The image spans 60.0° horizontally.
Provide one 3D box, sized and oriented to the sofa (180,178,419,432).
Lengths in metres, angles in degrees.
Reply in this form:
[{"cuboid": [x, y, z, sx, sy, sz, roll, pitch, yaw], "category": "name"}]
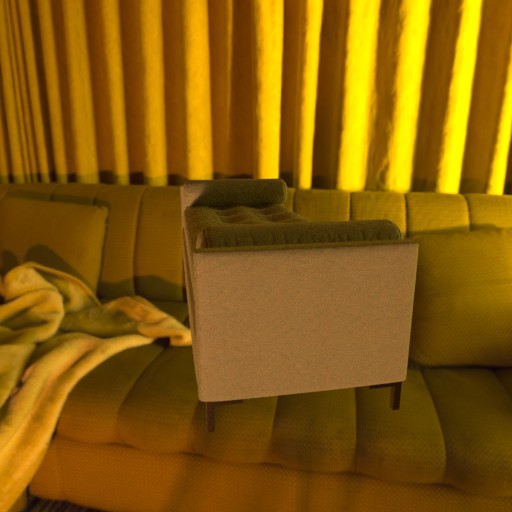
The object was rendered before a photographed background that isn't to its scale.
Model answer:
[{"cuboid": [0.000, 0.000, 2.506, 0.796, 0.705, 2.102, -3, 15, -10], "category": "sofa"}]
